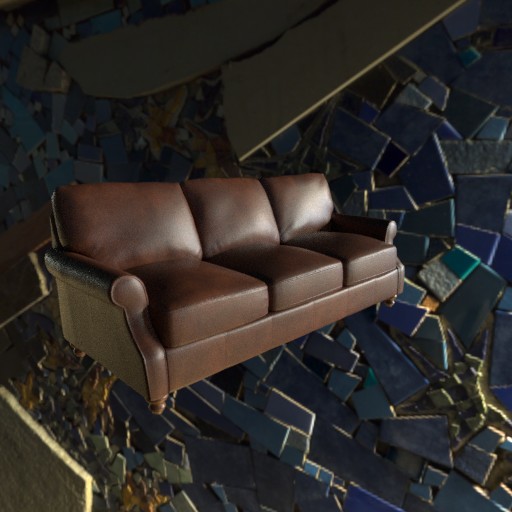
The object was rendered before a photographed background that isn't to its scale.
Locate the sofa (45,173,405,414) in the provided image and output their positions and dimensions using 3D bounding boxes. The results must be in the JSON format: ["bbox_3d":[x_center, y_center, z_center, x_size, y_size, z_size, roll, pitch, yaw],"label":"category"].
[{"bbox_3d":[0.000,0.000,2.832,2.351,0.977,0.973,-12,18,-43],"label":"sofa"}]
